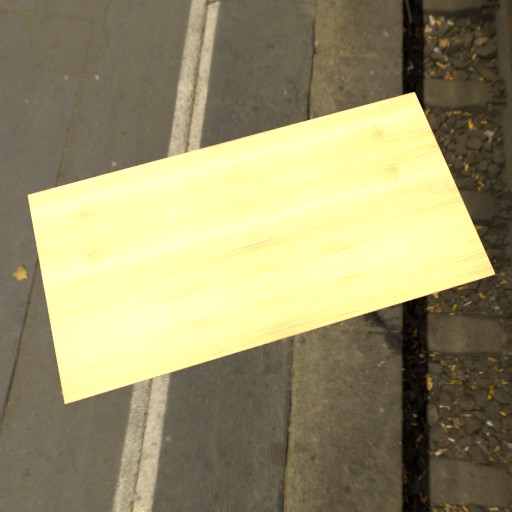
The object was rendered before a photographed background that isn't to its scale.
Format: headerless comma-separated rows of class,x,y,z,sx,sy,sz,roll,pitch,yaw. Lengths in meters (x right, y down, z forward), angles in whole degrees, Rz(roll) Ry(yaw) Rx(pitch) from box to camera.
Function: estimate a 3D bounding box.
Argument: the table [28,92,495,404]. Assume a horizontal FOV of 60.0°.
table,0.000,0.000,2.242,1.800,0.750,0.900,-16,76,-4
